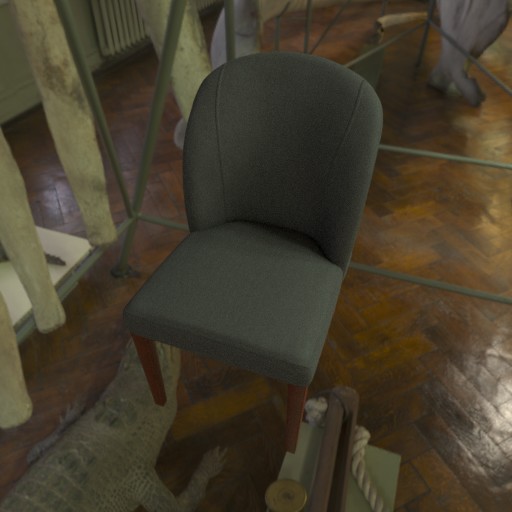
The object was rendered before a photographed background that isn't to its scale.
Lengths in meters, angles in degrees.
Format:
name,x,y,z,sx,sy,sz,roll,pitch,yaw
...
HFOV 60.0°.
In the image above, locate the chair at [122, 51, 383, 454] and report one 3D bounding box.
name,x,y,z,sx,sy,sz,roll,pitch,yaw
chair,0.000,0.000,1.209,0.506,0.879,0.619,14,44,15
